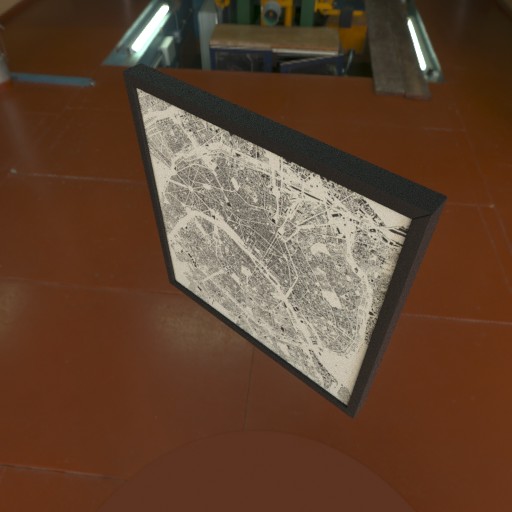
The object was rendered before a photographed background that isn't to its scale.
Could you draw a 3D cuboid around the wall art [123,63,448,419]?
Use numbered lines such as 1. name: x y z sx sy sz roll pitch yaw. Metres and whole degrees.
1. wall art: 0.000 0.000 0.760 0.508 0.508 0.037 32 55 26
